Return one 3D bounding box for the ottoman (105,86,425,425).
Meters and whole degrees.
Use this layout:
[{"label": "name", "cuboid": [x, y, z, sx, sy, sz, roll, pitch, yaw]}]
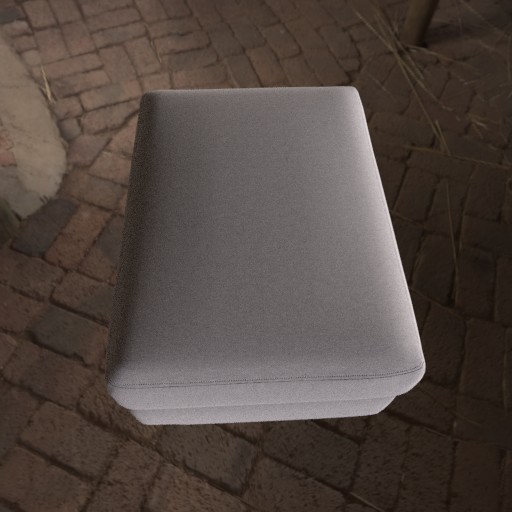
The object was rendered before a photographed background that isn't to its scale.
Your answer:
[{"label": "ottoman", "cuboid": [0.000, 0.000, 1.102, 0.574, 0.497, 0.773, -2, 59, -1]}]
